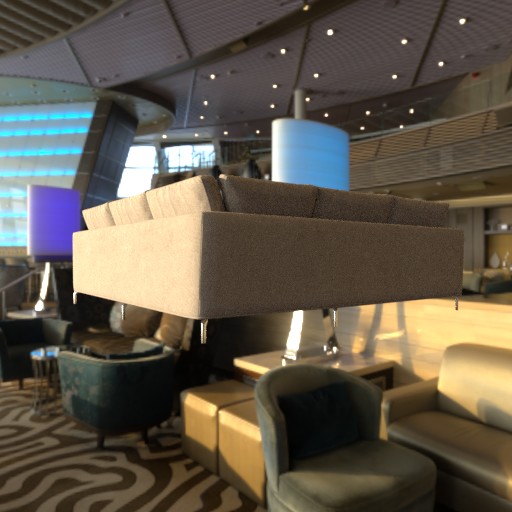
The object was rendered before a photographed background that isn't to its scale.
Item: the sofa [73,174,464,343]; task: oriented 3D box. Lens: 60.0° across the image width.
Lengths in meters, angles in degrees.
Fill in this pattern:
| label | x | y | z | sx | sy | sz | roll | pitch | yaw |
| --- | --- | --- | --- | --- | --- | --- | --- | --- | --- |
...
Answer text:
| label | x | y | z | sx | sy | sz | roll | pitch | yaw |
| --- | --- | --- | --- | --- | --- | --- | --- | --- | --- |
| sofa | 0.000 | 0.000 | 3.787 | 2.438 | 0.864 | 2.438 | 0 | 0 | -36 |
